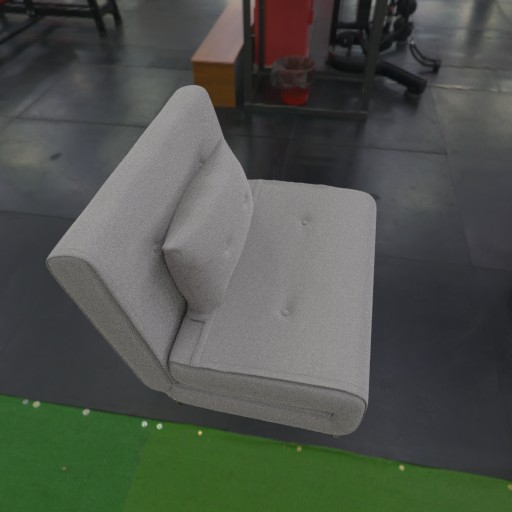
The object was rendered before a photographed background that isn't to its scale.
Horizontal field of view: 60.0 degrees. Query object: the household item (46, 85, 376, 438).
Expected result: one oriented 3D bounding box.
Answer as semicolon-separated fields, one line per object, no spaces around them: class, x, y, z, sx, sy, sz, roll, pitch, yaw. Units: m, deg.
household item;0.000;0.000;1.625;0.874;0.800;1.000;9;46;9
